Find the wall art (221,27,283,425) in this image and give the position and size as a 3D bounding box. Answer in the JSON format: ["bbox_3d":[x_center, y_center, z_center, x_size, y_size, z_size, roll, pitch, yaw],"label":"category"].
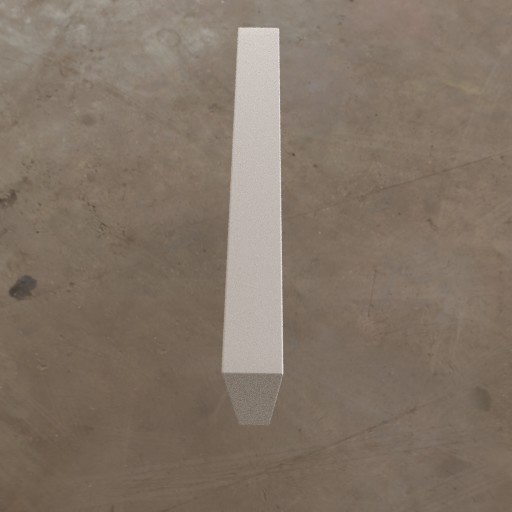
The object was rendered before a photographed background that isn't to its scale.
[{"bbox_3d":[0.000,0.000,0.466,0.037,0.305,0.305,1,64,0],"label":"wall art"}]
